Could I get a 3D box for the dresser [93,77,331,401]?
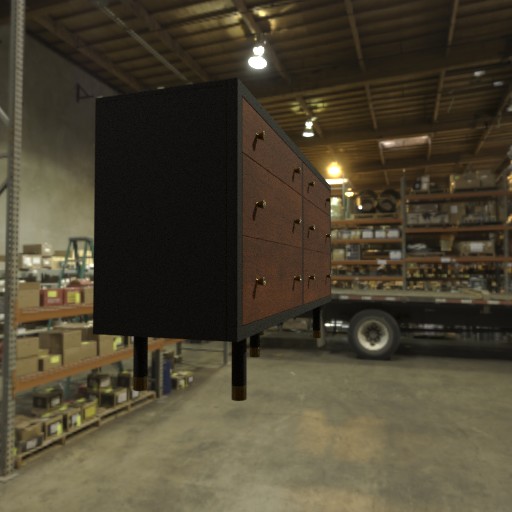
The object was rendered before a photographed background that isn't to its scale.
[{"bbox_3d":[0.000,0.000,1.935,0.463,0.872,1.558,-1,-2,18],"label":"dresser"}]
